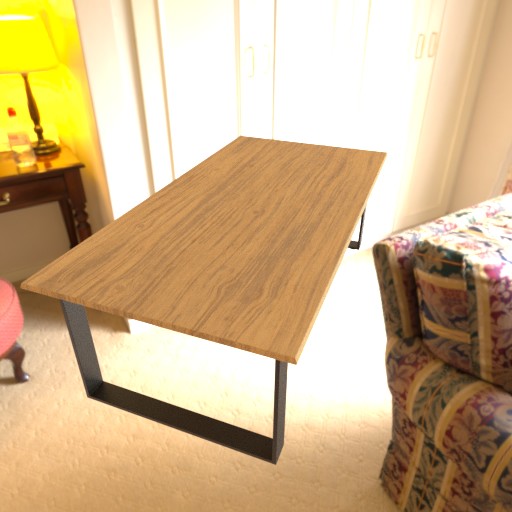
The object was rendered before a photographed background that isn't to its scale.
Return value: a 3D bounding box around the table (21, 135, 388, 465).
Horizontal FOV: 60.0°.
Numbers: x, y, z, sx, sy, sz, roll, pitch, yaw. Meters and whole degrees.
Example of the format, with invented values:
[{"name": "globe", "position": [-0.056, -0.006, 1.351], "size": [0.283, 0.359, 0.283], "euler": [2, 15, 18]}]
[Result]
[{"name": "table", "position": [0.000, 0.000, 1.595], "size": [0.693, 0.445, 1.331], "euler": [12, 33, 18]}]
